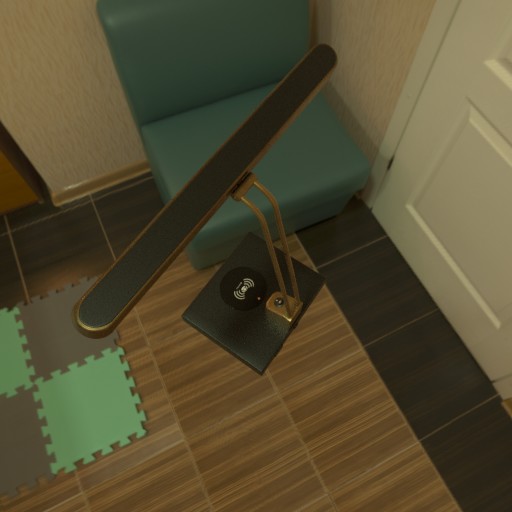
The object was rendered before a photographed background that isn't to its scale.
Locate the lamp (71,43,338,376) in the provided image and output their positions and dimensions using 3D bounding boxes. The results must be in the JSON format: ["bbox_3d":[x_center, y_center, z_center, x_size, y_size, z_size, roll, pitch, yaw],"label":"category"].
[{"bbox_3d":[0.000,0.000,0.576,0.156,0.345,0.412,32,68,15],"label":"lamp"}]
